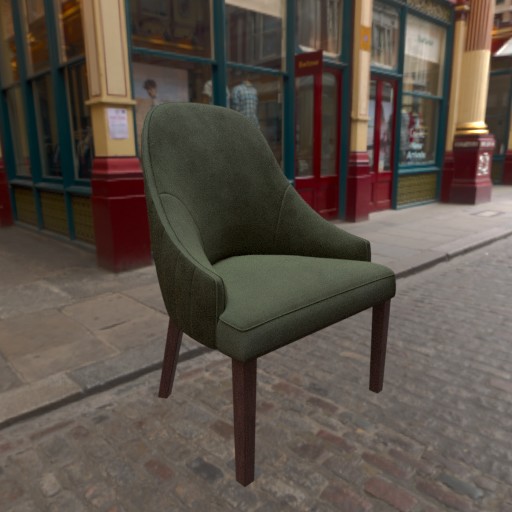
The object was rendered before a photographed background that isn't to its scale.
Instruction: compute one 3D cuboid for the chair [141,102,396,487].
[{"bbox_3d":[0.000,0.000,1.294,0.643,0.889,0.575,-13,18,-43],"label":"chair"}]
